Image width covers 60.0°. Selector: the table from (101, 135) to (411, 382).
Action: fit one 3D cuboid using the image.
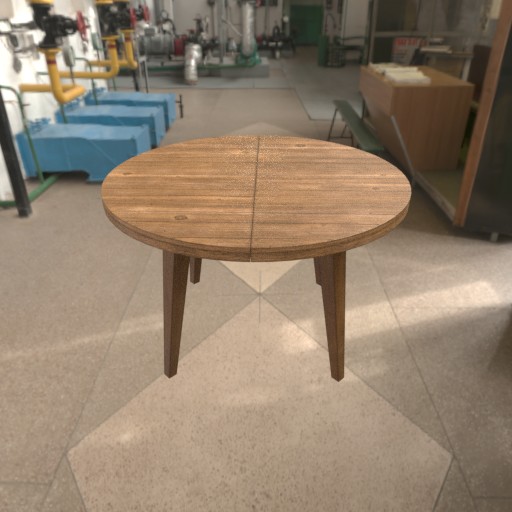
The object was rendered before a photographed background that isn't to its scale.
[{"bbox_3d":[0.000,0.000,2.002,1.213,0.764,1.213,0,30,0],"label":"table"}]
